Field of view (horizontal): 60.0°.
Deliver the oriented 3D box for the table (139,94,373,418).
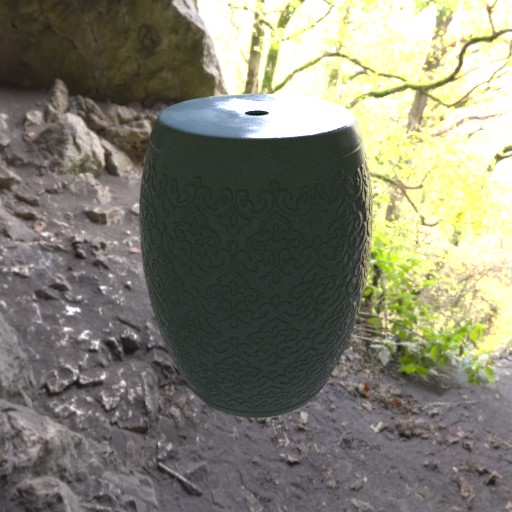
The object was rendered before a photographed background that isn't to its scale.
[{"bbox_3d":[0.000,0.000,0.624,0.309,0.397,0.309,0,31,0],"label":"table"}]
